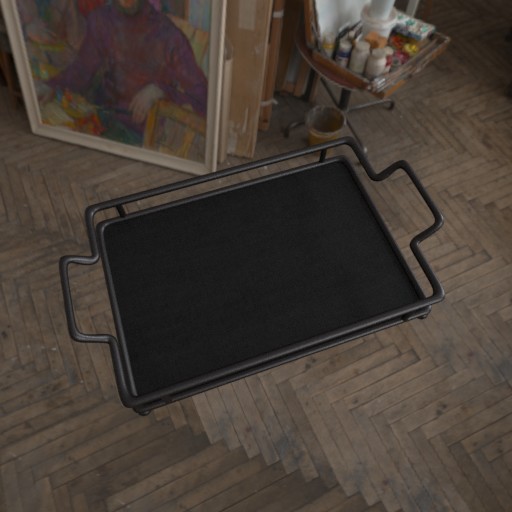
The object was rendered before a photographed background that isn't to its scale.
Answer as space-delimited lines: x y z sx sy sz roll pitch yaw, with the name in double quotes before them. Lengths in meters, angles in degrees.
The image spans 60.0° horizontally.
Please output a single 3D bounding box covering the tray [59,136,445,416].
"tray" 0.000 0.000 0.615 0.495 0.101 0.297 -17 63 -9
